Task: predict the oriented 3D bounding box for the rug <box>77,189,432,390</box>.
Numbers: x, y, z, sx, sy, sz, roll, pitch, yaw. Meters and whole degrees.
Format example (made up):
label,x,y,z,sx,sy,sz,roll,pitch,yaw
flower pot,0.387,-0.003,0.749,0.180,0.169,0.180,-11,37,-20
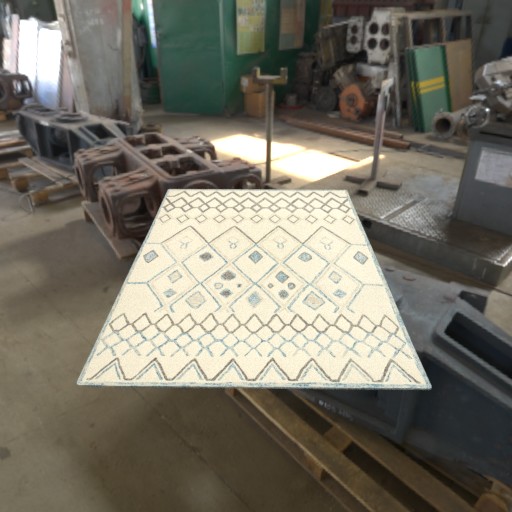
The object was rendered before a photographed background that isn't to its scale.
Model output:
label,x,y,z,sx,sy,sz,roll,pitch,yaw
rug,0.000,0.000,2.344,1.260,0.009,1.820,0,31,1
